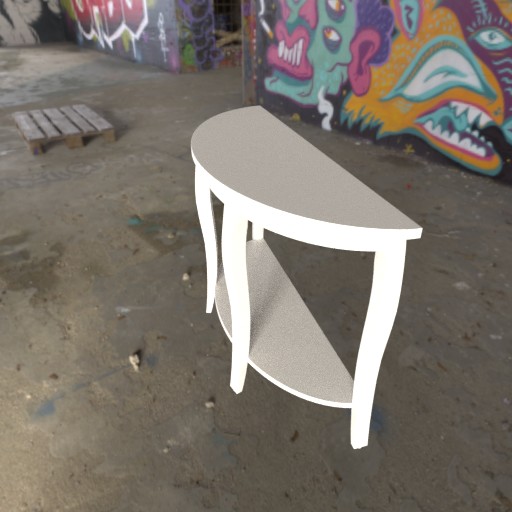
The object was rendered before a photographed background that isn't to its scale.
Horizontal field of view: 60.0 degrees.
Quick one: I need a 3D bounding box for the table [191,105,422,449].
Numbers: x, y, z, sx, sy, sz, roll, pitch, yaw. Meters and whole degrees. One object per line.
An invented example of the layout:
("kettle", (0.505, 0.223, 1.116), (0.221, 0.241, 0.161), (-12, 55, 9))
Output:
("table", (0.000, 0.000, 1.610), (0.394, 0.780, 1.219), (-9, 32, -14))
